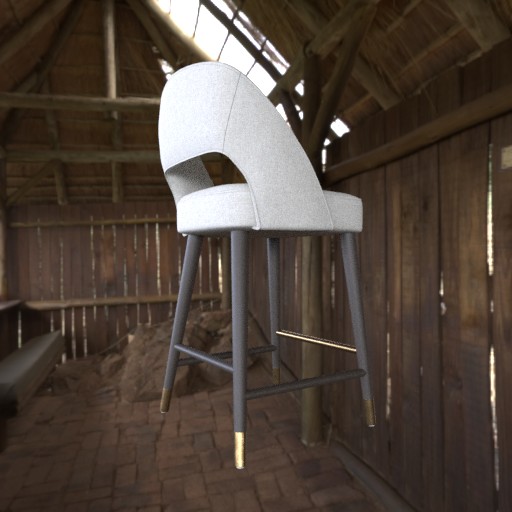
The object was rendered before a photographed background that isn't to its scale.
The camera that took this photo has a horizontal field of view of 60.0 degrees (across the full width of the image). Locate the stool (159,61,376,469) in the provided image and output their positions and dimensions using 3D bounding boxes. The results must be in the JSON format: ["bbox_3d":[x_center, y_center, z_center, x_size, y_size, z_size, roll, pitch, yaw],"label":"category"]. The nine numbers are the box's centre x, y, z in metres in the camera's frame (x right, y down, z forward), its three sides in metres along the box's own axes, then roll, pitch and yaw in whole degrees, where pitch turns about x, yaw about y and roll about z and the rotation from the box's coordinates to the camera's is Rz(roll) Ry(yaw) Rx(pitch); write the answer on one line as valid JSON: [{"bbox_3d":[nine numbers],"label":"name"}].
[{"bbox_3d":[0.000,0.000,1.272,0.509,0.940,0.494,0,0,-35],"label":"stool"}]
